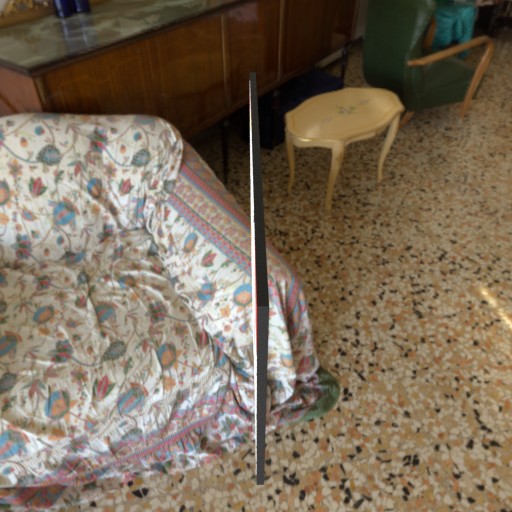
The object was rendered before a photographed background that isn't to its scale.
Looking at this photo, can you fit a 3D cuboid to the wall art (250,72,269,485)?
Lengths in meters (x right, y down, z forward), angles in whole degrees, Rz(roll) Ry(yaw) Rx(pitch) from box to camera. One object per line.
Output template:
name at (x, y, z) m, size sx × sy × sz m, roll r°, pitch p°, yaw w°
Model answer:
wall art at (0.000, 0.000, 0.854) m, size 0.013 × 0.458 × 0.664 m, roll -1°, pitch 42°, yaw -1°
